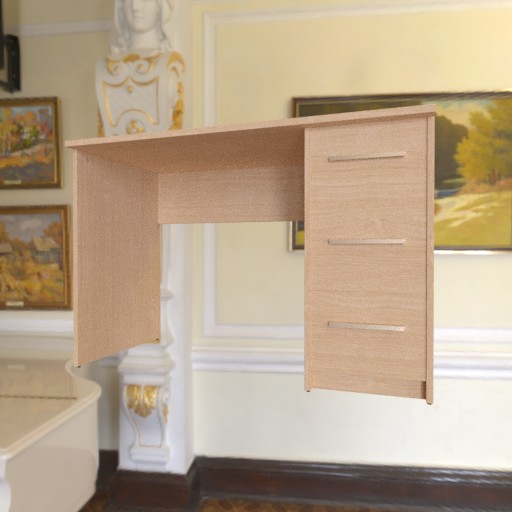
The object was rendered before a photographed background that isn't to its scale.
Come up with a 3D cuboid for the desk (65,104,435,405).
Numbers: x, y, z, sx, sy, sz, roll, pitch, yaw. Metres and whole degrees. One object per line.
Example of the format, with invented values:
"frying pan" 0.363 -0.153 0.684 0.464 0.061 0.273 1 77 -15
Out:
"desk" 0.000 0.000 1.502 1.097 0.735 0.560 0 1 19
